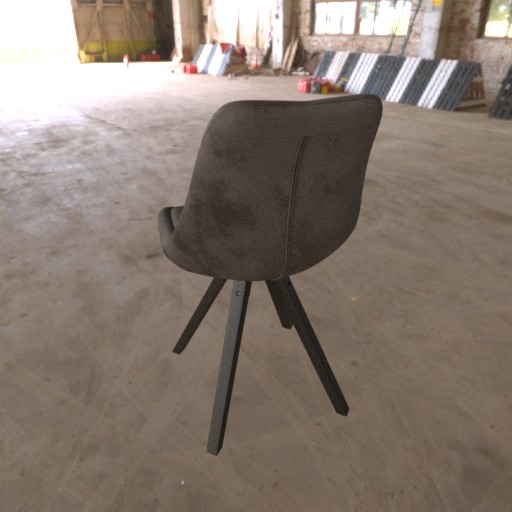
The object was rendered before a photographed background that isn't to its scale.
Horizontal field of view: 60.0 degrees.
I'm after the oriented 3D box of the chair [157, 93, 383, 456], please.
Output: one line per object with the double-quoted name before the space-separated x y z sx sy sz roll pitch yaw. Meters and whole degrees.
"chair" 0.000 0.000 1.148 0.476 0.850 0.550 -10 29 -17
